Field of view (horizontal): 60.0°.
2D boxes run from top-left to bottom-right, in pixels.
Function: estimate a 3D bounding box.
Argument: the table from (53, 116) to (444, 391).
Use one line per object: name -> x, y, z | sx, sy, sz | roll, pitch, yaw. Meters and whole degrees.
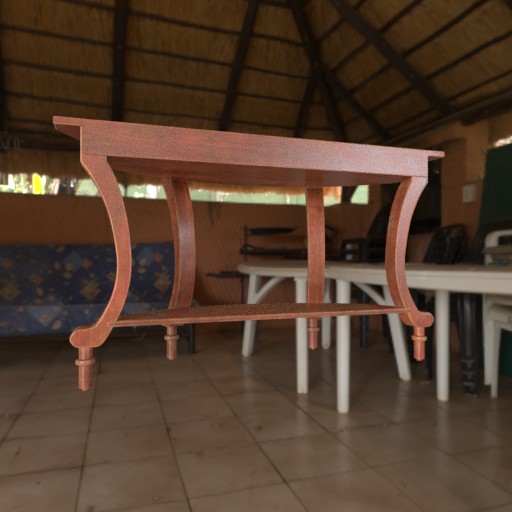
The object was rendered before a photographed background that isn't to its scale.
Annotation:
table -> 0.000, 0.000, 1.481 | 1.198, 0.699, 0.394 | 0, 0, -18
